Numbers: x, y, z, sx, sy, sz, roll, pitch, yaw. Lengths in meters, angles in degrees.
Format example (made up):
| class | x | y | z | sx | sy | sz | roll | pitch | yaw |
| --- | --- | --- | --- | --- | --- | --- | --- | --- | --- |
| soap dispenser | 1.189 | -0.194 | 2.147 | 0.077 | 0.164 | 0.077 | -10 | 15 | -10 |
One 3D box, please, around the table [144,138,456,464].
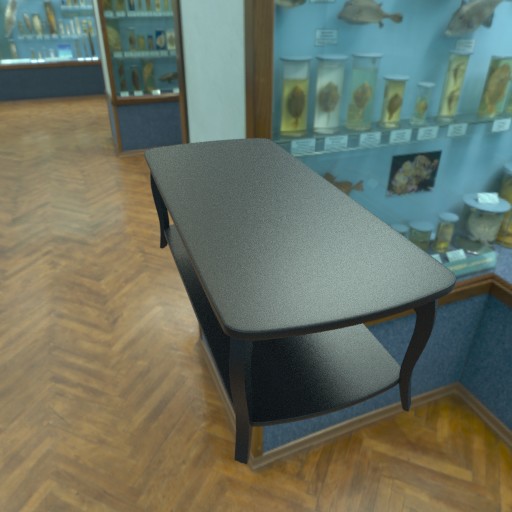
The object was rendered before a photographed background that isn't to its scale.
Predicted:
| class | x | y | z | sx | sy | sz | roll | pitch | yaw |
| --- | --- | --- | --- | --- | --- | --- | --- | --- | --- |
| table | 0.000 | 0.000 | 1.562 | 0.571 | 0.457 | 1.333 | -10 | 32 | -17 |
